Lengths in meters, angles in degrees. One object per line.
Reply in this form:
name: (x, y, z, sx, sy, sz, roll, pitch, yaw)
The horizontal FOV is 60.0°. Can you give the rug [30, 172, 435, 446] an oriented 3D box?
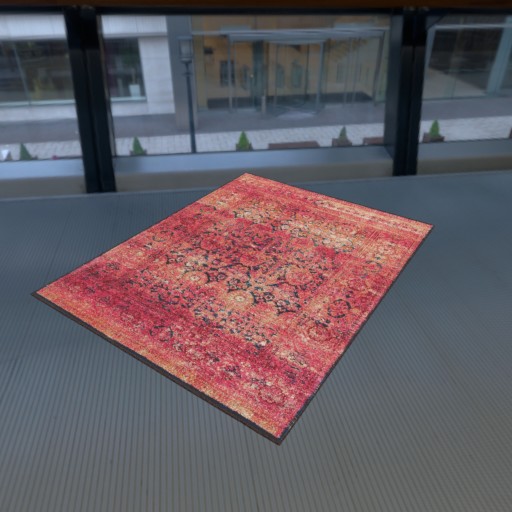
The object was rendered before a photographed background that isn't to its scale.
rug: (0.000, 0.000, 4.103, 2.411, 0.020, 3.032, 21, 39, 28)
